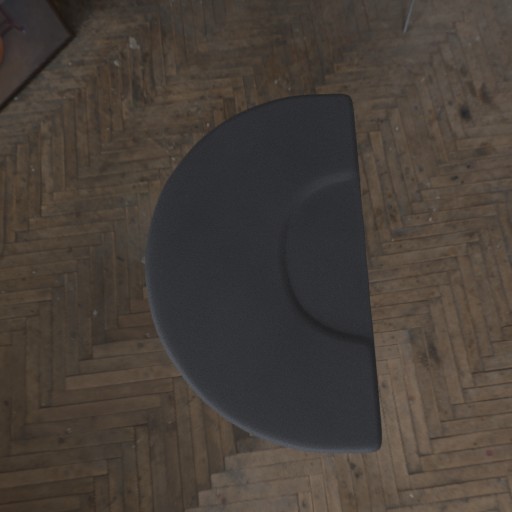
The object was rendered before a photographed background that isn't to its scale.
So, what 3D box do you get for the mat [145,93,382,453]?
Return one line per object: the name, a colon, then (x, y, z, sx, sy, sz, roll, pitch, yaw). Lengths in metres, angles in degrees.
mat: (0.000, 0.000, 1.829, 0.917, 0.022, 1.525, -1, 75, 0)
